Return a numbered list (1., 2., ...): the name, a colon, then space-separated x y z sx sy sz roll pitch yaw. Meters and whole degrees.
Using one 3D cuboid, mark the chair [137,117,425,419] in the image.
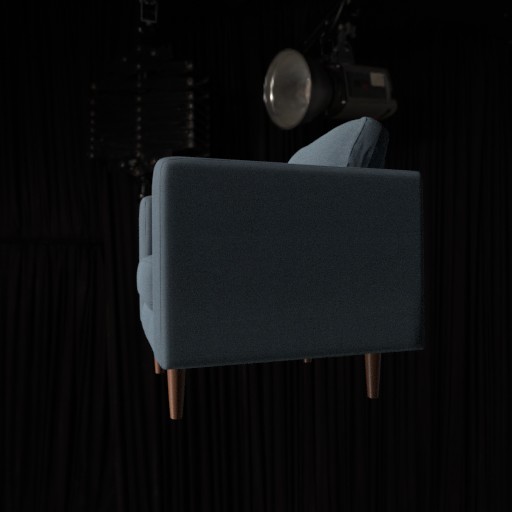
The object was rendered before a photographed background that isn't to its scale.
1. chair: 0.000 0.000 1.605 0.820 0.922 0.855 0 0 -17
